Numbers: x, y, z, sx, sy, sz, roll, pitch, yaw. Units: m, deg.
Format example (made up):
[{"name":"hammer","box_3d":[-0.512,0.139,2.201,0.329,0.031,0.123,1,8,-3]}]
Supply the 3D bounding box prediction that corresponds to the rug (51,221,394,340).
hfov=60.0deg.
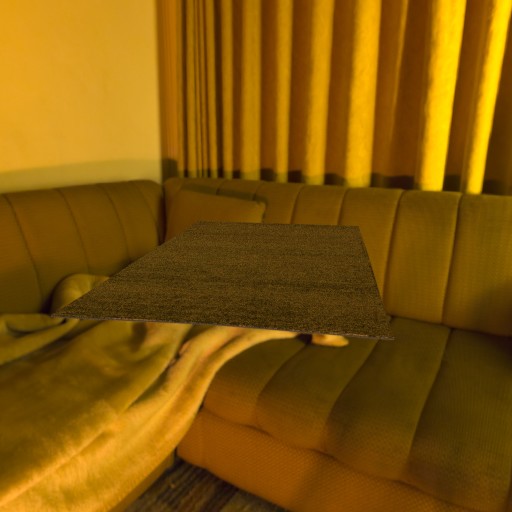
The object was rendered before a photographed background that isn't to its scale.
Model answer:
[{"name":"rug","box_3d":[0.000,0.000,2.279,1.145,0.021,1.777,2,15,9]}]
